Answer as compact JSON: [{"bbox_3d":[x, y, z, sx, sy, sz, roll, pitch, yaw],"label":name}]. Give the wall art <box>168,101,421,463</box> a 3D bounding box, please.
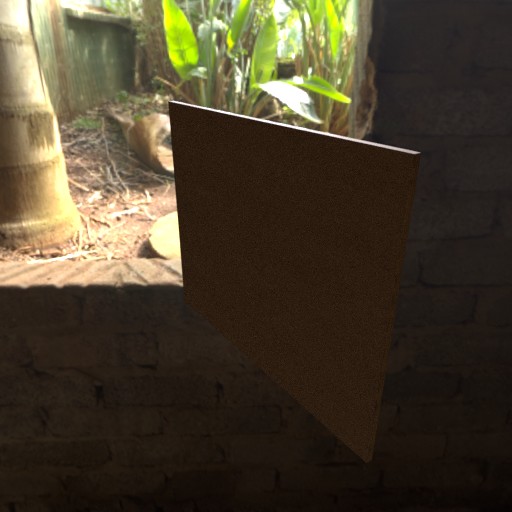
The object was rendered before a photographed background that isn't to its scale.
[{"bbox_3d":[0.000,0.000,0.684,0.010,0.408,0.508,-18,31,-32],"label":"wall art"}]
